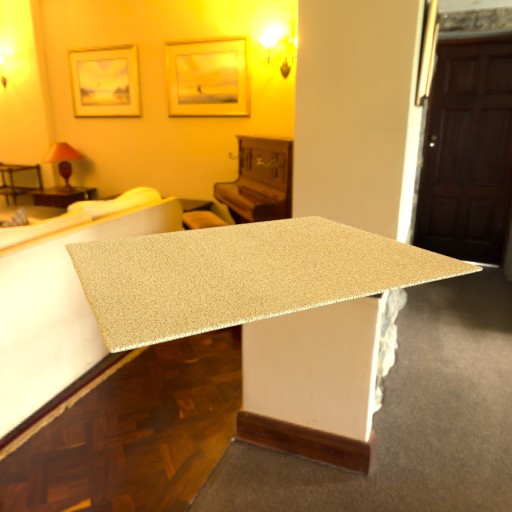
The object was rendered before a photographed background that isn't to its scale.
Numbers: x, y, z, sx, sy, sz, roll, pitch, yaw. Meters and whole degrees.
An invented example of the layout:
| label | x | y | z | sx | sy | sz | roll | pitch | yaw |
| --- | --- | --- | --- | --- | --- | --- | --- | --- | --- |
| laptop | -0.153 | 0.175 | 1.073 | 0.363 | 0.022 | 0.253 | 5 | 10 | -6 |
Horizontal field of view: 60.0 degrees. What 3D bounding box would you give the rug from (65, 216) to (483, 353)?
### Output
| label | x | y | z | sx | sy | sz | roll | pitch | yaw |
| --- | --- | --- | --- | --- | --- | --- | --- | --- | --- |
| rug | 0.000 | 0.000 | 4.076 | 3.047 | 0.029 | 2.438 | -9 | 19 | -26 |
